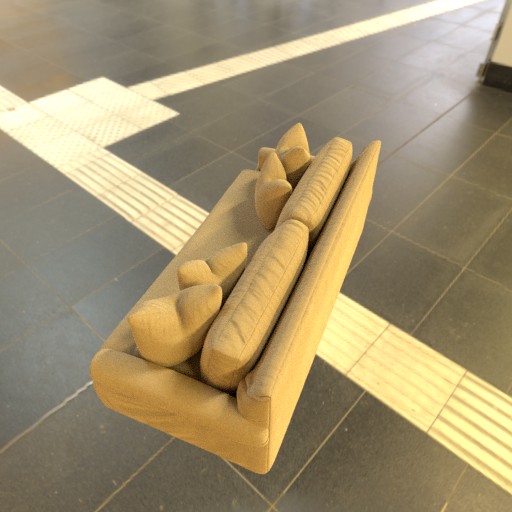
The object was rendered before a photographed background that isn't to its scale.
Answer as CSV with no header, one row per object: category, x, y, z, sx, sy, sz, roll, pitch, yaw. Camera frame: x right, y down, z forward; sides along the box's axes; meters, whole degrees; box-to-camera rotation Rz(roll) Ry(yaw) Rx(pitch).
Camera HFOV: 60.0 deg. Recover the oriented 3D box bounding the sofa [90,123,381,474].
sofa,0.000,0.000,2.828,1.067,0.904,2.285,16,46,16
